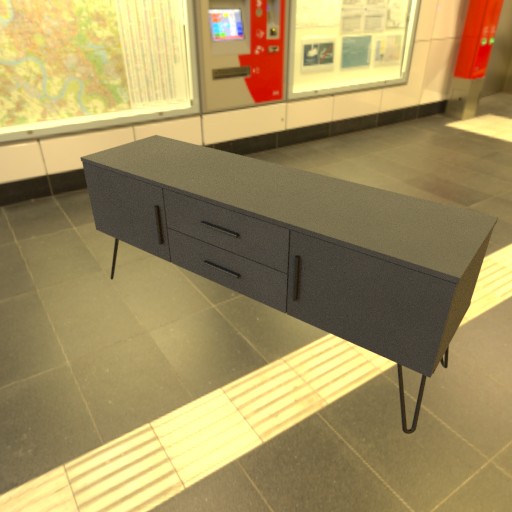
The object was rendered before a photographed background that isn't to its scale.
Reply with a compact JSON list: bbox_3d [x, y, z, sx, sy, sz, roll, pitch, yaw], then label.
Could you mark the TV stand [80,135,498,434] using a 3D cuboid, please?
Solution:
[{"bbox_3d":[0.000,0.000,1.610,1.400,0.560,0.400,21,37,31],"label":"TV stand"}]
